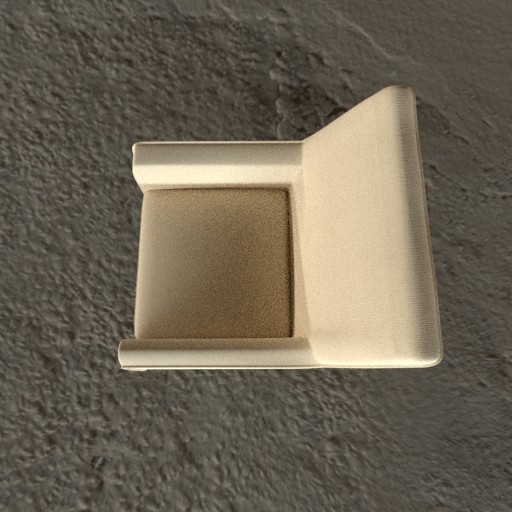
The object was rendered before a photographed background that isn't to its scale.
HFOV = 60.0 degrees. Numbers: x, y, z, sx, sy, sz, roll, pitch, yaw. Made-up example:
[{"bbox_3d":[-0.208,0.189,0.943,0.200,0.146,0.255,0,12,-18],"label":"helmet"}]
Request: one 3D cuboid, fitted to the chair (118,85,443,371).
[{"bbox_3d":[0.000,0.000,1.567,0.899,0.919,0.780,0,75,0],"label":"chair"}]
